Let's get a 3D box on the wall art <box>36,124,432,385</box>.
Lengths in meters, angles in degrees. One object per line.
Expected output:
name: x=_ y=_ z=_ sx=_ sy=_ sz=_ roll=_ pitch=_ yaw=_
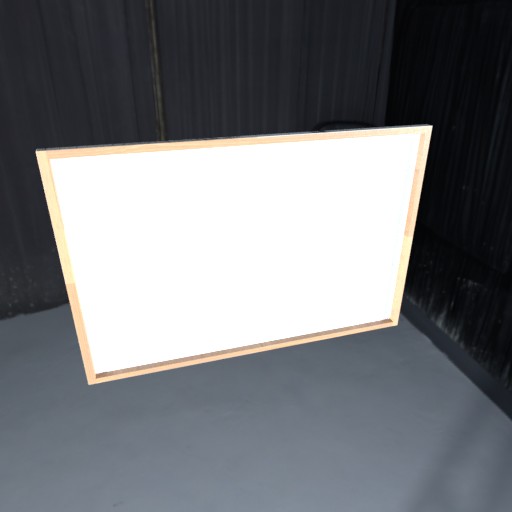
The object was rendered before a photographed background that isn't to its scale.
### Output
wall art: x=0.000 y=0.000 z=1.137 sx=0.914 sy=0.607 sz=0.023 roll=-8 pitch=28 yaw=-15
